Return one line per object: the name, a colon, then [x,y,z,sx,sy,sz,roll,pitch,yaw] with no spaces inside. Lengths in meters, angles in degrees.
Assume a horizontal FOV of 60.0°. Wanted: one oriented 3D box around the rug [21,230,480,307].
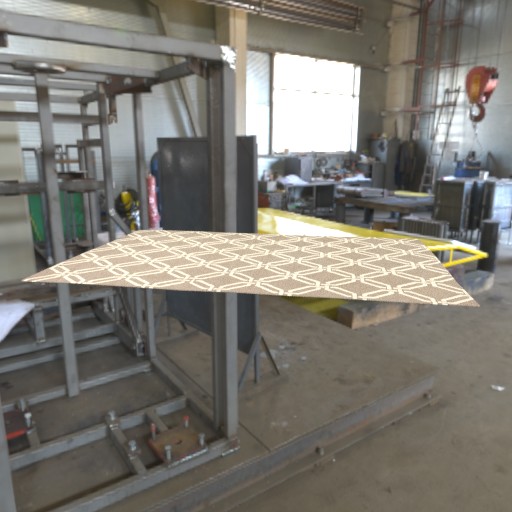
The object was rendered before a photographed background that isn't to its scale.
rug: [0.000,0.000,2.187,1.748,0.010,1.142,2,14,9]
